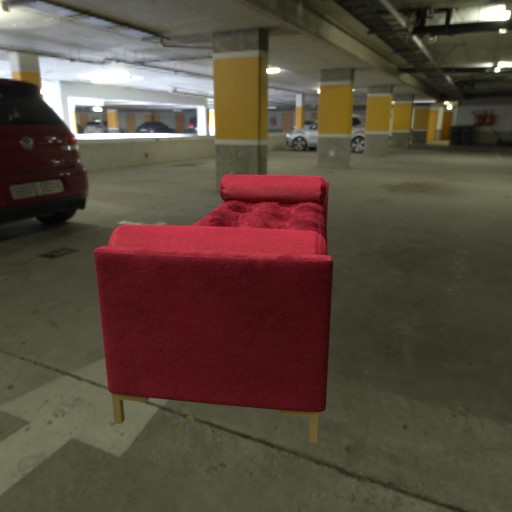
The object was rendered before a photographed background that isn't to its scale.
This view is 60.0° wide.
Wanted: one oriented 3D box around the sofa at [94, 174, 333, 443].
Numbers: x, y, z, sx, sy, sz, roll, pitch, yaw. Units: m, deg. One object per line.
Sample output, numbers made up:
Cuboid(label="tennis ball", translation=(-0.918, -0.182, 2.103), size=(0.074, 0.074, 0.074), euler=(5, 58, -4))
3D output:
Cuboid(label="sofa", translation=(0.000, 0.000, 2.443), size=(0.796, 0.705, 2.102), euler=(2, 16, 8))
